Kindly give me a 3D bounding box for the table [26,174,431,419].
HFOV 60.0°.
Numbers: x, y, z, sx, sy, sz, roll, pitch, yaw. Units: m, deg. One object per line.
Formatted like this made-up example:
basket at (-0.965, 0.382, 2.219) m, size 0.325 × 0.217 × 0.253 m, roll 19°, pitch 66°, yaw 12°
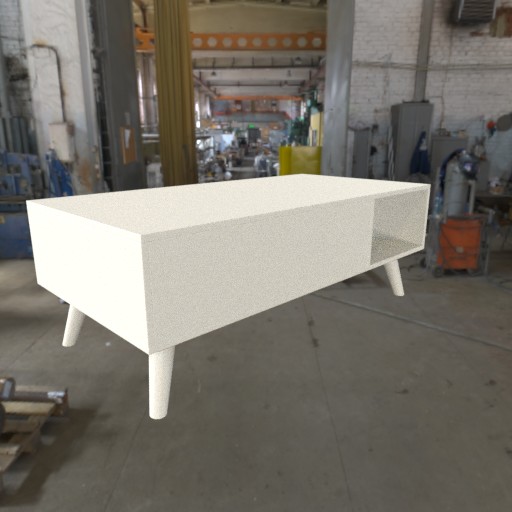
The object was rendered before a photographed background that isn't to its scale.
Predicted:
table at (0.000, 0.000, 1.484) m, size 1.194 × 0.432 × 0.609 m, roll -15°, pitch 21°, yaw -43°
